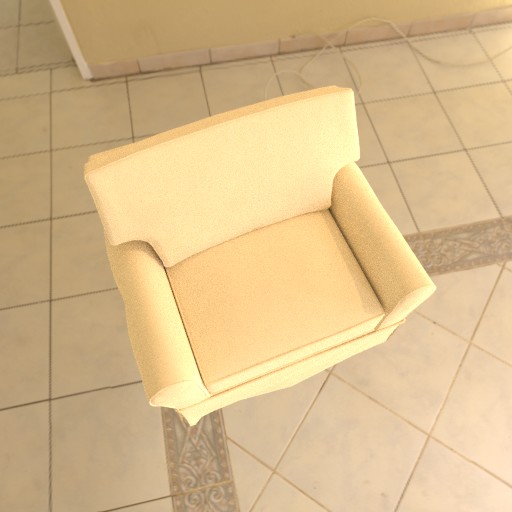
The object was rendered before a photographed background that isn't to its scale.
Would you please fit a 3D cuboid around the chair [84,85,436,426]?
[{"bbox_3d":[0.000,0.000,1.769,1.099,0.958,0.904,-19,65,-10],"label":"chair"}]
